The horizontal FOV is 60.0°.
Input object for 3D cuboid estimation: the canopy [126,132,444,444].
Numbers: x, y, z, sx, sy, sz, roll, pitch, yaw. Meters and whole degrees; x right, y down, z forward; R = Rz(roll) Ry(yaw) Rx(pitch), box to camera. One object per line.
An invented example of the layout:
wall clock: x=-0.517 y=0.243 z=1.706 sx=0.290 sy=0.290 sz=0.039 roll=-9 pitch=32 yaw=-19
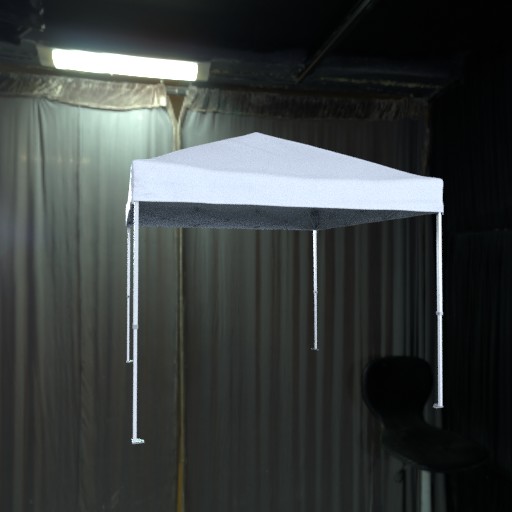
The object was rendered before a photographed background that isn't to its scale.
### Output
canopy: x=0.000 y=0.000 z=5.368 sx=2.996 sy=2.997 sz=2.998 roll=0 pitch=0 yaw=-17
